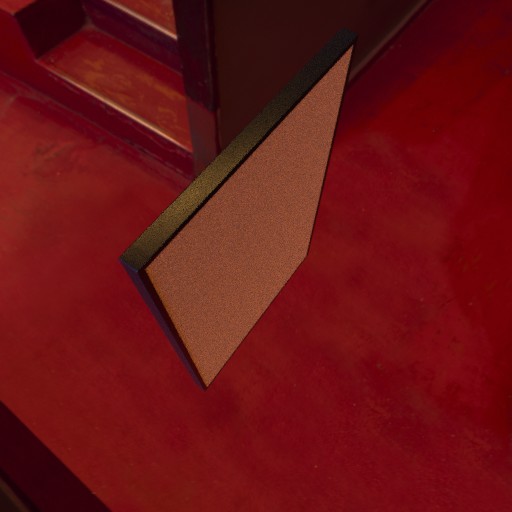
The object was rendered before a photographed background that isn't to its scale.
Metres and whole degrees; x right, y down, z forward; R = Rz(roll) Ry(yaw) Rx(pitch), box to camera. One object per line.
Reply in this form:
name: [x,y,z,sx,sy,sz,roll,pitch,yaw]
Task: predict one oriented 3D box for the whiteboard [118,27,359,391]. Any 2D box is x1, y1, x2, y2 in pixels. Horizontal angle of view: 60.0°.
whiteboard: [0.000,0.000,0.756,0.026,0.611,0.406,33,68,15]
